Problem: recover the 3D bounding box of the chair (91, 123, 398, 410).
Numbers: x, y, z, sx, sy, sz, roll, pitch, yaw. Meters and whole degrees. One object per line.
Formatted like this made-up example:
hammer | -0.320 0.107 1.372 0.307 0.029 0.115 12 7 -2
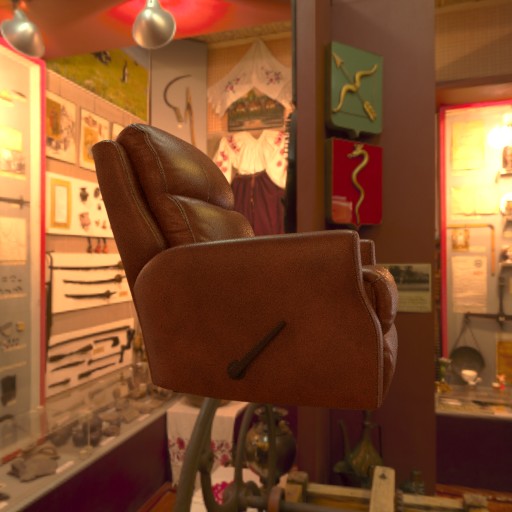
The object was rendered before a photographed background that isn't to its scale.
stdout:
chair | 0.000 0.000 1.760 1.072 1.016 0.821 0 -1 19
